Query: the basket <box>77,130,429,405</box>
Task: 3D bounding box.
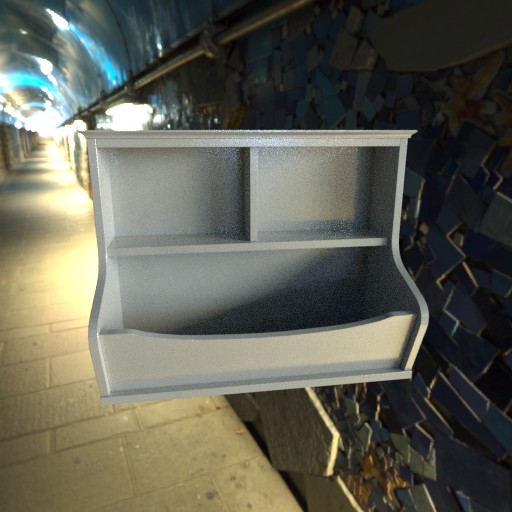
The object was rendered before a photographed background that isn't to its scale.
[{"bbox_3d":[0.000,0.000,1.098,0.780,0.600,0.350,-2,16,-8],"label":"basket"}]
